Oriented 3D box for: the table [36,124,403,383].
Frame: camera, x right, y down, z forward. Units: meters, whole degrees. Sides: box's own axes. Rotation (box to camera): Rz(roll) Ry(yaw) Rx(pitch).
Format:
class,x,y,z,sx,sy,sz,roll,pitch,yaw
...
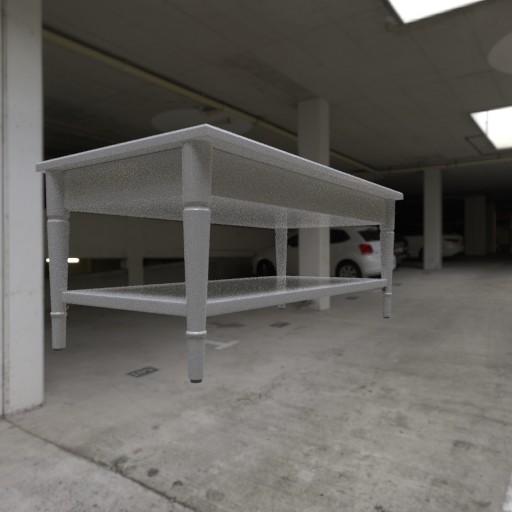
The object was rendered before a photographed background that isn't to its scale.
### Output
class,x,y,z,sx,sy,sz,roll,pitch,yaw
table,0.000,0.000,1.353,0.559,0.457,1.067,0,0,36
